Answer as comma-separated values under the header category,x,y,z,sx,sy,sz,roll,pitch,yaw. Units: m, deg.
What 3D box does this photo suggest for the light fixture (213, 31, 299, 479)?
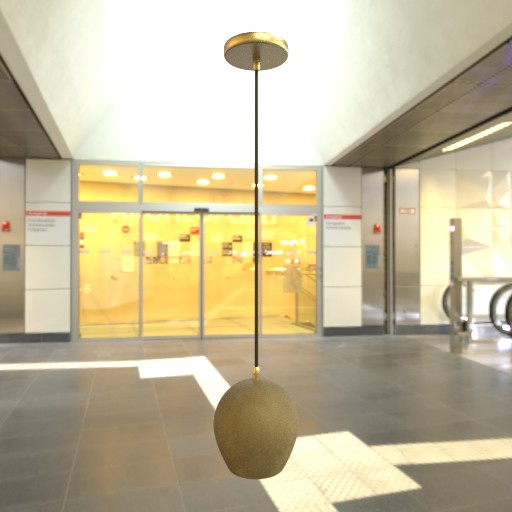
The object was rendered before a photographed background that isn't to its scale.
category,x,y,z,sx,sy,sz,roll,pitch,yaw
light fixture,0.000,0.000,0.805,0.153,0.760,0.153,0,-1,-36
